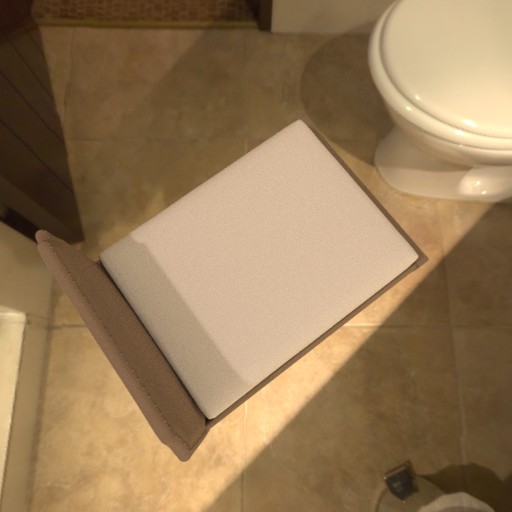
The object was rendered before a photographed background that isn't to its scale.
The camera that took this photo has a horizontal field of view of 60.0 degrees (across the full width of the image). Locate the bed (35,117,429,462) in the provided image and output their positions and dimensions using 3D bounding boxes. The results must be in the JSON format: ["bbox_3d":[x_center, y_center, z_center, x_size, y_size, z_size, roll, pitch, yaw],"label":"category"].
[{"bbox_3d":[0.000,0.000,3.437,2.372,1.443,1.713,-36,78,-9],"label":"bed"}]
